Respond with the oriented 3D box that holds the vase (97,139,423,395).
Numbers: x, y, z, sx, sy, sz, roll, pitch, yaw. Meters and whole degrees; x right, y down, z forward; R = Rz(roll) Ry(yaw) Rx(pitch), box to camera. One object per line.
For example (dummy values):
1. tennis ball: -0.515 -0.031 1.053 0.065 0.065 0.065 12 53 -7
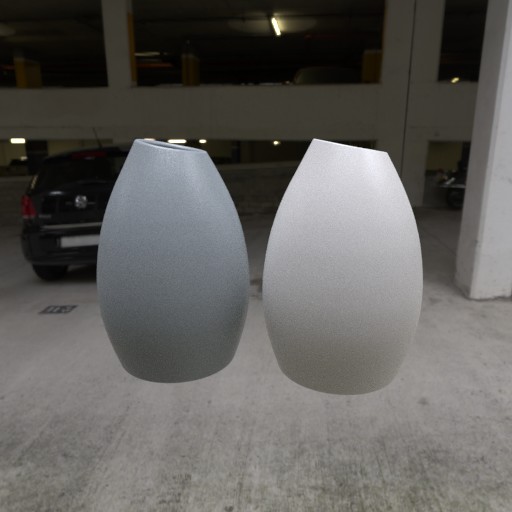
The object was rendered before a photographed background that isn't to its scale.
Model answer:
1. vase: 0.000 0.000 0.257 0.187 0.131 0.089 2 15 7
